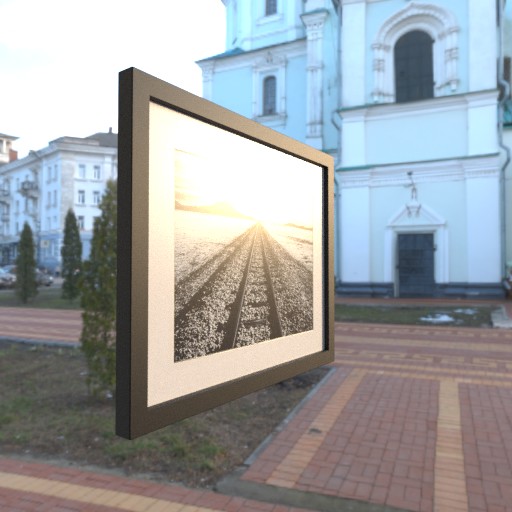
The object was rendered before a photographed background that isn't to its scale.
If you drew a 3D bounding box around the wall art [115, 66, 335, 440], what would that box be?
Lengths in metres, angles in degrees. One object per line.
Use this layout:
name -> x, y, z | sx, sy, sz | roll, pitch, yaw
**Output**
wall art -> 0.000, 0.000, 0.775 | 0.029, 0.458, 0.559 | -1, -2, 36
